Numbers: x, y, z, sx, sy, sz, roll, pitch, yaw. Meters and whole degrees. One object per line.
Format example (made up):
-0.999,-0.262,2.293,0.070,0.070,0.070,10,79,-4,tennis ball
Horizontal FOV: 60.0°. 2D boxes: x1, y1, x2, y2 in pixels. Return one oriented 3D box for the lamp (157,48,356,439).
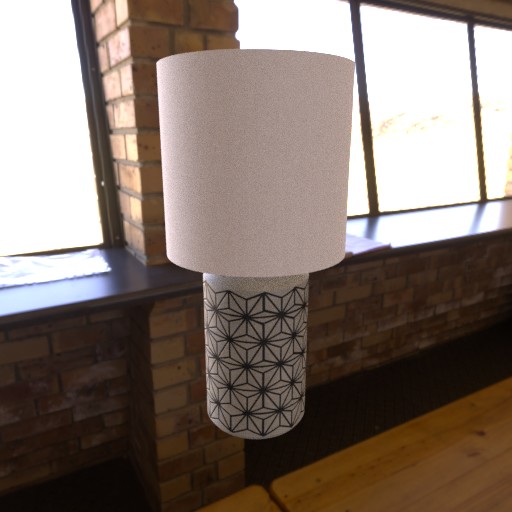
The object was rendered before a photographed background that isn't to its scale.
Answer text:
0.000,0.000,0.524,0.206,0.416,0.206,8,17,27,lamp
